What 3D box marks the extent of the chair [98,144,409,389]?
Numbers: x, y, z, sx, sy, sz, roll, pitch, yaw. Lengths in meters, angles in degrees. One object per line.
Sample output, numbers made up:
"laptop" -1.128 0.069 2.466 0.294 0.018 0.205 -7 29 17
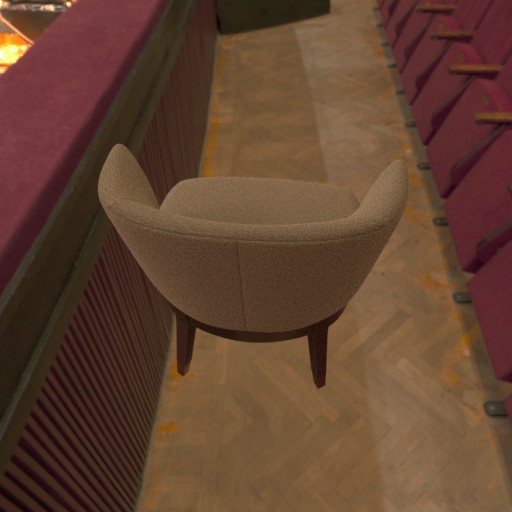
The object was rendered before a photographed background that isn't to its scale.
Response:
"chair" 0.000 0.000 1.277 0.700 0.760 0.660 4 46 4
